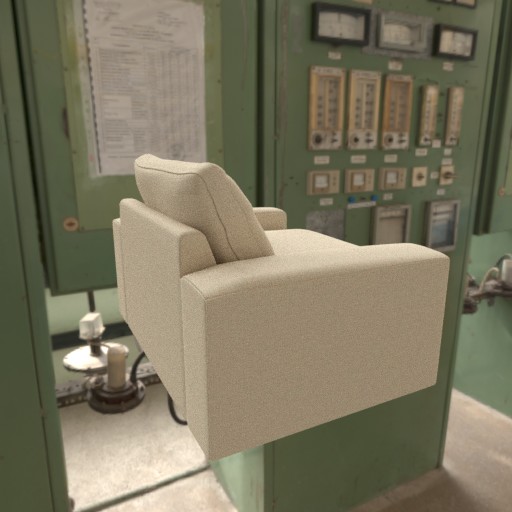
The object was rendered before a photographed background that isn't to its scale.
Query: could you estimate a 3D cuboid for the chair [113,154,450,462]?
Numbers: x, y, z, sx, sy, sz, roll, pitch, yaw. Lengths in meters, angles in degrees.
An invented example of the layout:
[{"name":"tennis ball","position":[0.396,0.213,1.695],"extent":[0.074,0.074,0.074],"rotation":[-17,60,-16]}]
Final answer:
[{"name":"chair","position":[0.000,0.000,2.060],"extent":[1.039,0.915,1.398],"rotation":[-7,16,-26]}]
